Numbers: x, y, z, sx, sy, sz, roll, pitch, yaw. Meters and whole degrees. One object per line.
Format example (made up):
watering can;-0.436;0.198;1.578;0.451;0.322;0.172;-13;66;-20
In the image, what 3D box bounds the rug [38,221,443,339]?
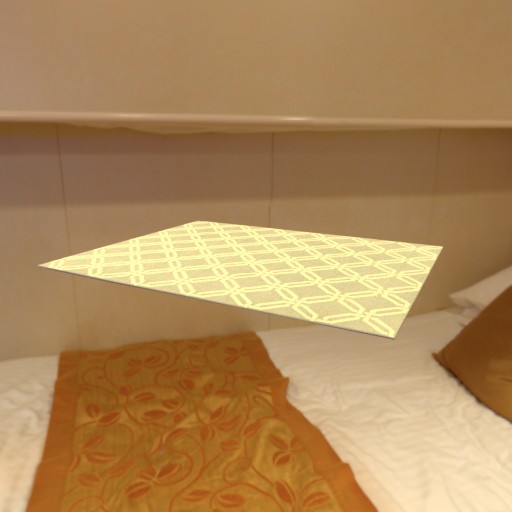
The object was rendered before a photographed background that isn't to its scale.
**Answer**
rug;0.000;0.000;3.987;2.895;0.018;2.288;8;17;27
